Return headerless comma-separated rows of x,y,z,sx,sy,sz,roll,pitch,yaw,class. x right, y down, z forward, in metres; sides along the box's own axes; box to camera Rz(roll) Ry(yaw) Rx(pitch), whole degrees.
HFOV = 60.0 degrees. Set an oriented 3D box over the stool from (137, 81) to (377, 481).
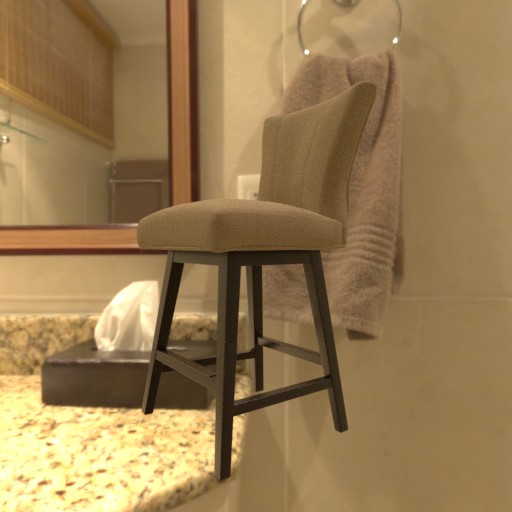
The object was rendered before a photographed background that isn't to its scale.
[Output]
0.000,0.000,1.341,0.574,1.000,0.514,-1,2,-35,stool
